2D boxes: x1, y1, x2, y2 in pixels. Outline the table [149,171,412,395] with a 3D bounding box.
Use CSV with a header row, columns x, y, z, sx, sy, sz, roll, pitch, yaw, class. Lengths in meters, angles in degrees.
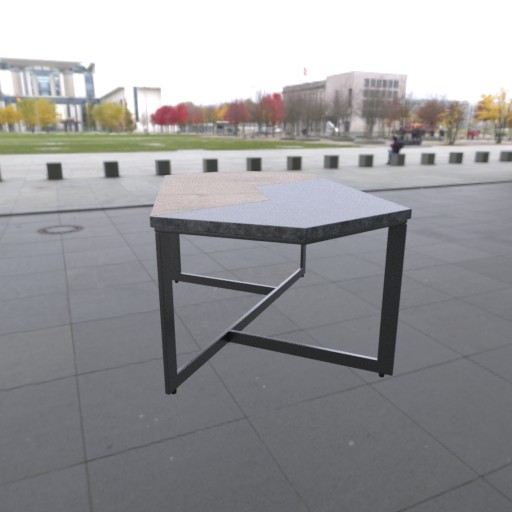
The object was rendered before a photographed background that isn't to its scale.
x,y,z,sx,sy,sz,roll,pitch,yaw,class
0.000,0.000,1.489,0.609,0.457,1.219,-3,16,-9,table
